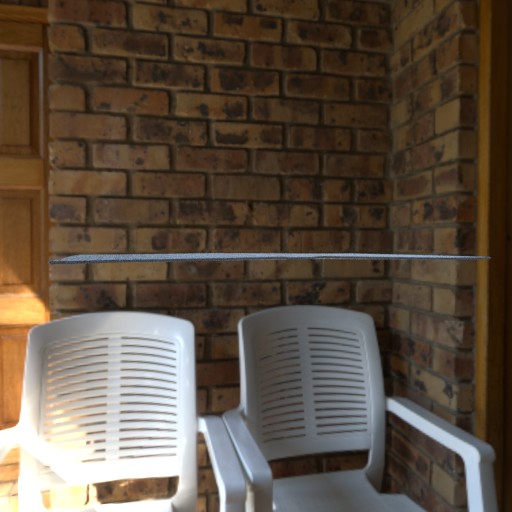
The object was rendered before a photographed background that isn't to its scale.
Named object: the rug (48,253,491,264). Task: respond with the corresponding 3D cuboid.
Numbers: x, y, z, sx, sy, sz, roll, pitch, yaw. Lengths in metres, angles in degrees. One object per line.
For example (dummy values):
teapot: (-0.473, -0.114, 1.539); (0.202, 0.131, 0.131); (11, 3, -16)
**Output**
rug: (0.000, 0.000, 2.962); (2.338, 0.030, 1.616); (0, 1, -17)
